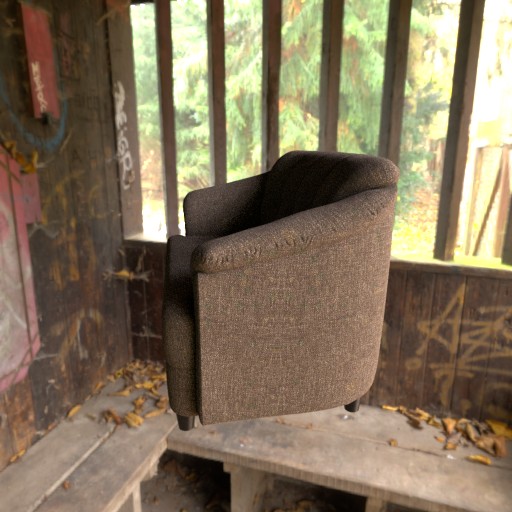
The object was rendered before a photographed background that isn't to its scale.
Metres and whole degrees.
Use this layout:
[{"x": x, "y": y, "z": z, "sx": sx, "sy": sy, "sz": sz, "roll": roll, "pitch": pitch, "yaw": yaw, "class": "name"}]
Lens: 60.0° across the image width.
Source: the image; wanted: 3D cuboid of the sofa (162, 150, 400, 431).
[{"x": 0.000, "y": 0.000, "z": 1.953, "sx": 0.799, "sy": 0.895, "sz": 1.404, "roll": -3, "pitch": 15, "yaw": -10, "class": "sofa"}]
